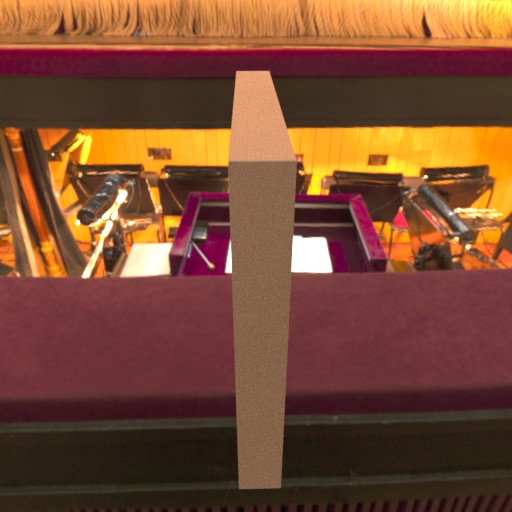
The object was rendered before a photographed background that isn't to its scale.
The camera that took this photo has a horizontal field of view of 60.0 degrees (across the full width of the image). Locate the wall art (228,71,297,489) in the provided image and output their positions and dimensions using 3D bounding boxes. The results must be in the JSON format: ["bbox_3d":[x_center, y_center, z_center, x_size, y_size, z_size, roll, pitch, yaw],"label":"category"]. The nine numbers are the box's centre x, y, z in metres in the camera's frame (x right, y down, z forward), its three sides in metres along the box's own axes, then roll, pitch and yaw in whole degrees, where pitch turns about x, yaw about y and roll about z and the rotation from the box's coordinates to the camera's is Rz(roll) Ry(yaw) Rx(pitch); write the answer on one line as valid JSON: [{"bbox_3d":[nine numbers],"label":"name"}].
[{"bbox_3d":[0.000,0.000,0.450,0.038,0.305,0.305,-1,31,-1],"label":"wall art"}]
